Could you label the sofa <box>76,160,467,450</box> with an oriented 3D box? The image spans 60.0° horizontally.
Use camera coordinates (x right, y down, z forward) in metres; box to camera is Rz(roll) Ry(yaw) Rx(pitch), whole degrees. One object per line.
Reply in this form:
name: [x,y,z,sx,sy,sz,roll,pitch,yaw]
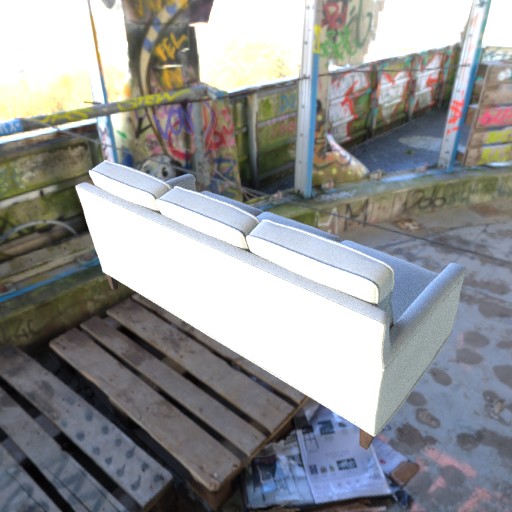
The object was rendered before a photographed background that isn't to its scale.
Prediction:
sofa: [0.000,0.000,2.782,2.246,1.003,1.084,23,38,34]
